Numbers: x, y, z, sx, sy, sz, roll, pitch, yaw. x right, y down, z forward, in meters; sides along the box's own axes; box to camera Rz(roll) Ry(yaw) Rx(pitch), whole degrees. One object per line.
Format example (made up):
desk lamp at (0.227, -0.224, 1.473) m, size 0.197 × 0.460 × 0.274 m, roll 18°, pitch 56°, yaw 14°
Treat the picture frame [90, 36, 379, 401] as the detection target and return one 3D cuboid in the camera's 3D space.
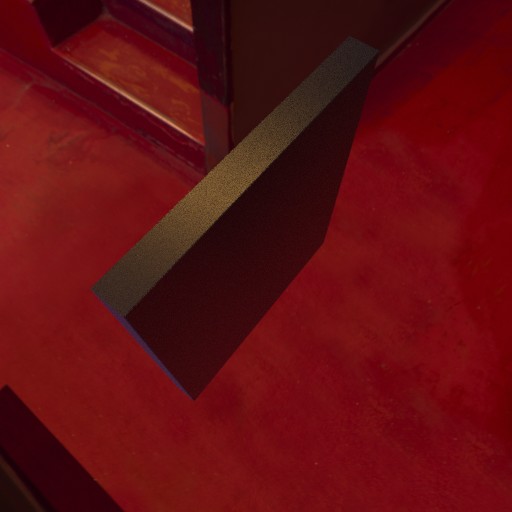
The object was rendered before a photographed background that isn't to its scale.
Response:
picture frame at (0.000, 0.000, 0.528) m, size 0.034 × 0.378 × 0.328 m, roll 35°, pitch 69°, yaw 16°
